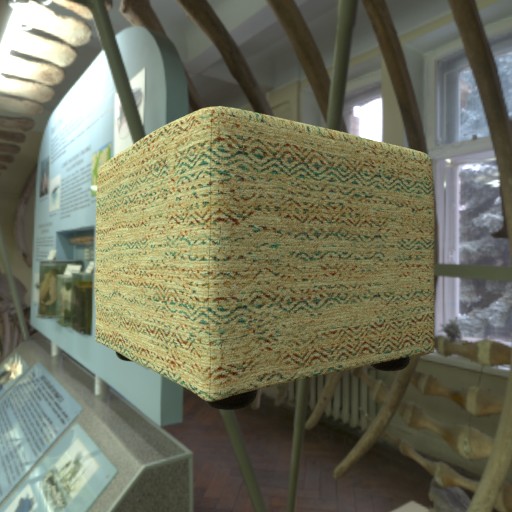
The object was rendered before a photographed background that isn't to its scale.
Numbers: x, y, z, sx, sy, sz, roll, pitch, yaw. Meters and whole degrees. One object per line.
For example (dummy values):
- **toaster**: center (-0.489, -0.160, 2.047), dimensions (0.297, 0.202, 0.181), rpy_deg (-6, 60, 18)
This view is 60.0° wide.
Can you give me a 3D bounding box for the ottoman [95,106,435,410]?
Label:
- **ottoman**: center (0.000, 0.000, 0.920), dimensions (0.521, 0.453, 0.512), rpy_deg (0, 0, -36)
